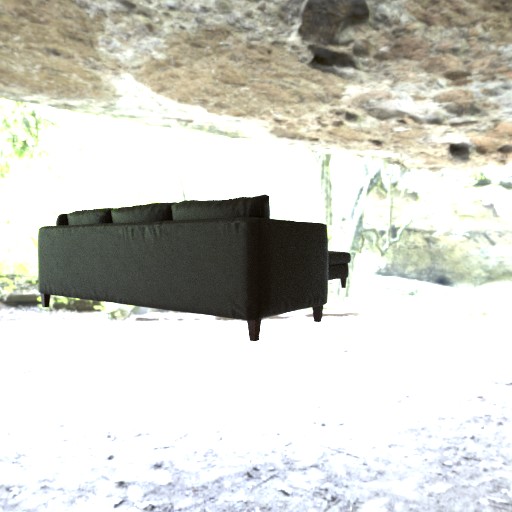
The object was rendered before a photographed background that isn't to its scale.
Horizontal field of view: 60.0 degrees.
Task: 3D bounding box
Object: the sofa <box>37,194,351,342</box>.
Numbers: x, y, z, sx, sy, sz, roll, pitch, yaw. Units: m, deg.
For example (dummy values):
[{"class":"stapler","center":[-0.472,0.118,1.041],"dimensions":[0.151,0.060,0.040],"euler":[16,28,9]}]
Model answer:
[{"class":"sofa","center":[0.000,0.000,4.748],"dimensions":[2.593,0.923,3.460],"euler":[1,2,36]}]
